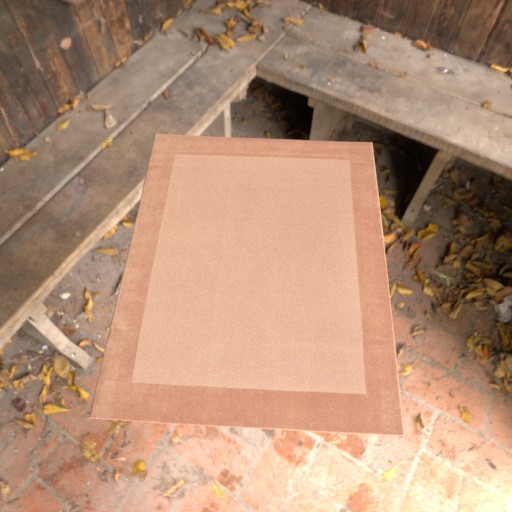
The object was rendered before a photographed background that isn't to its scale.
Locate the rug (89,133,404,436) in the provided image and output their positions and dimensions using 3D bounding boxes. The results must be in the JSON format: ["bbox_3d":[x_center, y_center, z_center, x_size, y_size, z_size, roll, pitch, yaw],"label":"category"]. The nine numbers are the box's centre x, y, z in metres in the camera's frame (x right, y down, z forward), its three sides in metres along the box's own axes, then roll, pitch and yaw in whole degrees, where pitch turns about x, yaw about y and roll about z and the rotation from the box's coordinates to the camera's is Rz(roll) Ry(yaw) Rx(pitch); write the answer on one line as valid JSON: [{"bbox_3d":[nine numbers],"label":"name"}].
[{"bbox_3d":[0.000,0.000,4.164,2.431,0.021,3.057,3,59,2],"label":"rug"}]
